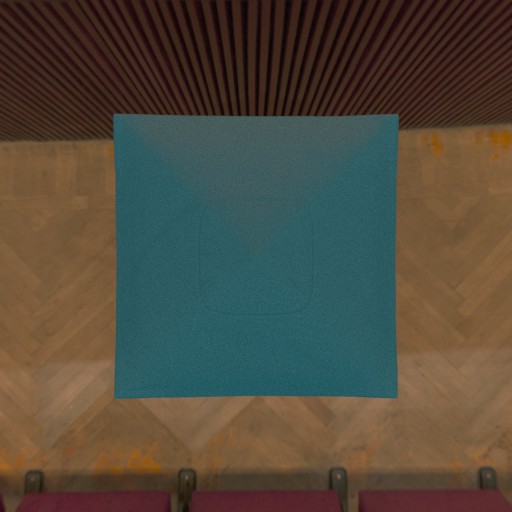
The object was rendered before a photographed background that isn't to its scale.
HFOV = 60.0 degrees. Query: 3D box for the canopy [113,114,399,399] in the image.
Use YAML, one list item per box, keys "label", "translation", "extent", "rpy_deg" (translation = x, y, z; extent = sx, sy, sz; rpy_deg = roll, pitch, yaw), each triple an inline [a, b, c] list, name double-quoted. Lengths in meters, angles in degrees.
- label: "canopy"
  translation: [0.000, 0.000, 5.365]
  extent: [2.998, 2.997, 2.996]
  rpy_deg: [0, 91, 0]
